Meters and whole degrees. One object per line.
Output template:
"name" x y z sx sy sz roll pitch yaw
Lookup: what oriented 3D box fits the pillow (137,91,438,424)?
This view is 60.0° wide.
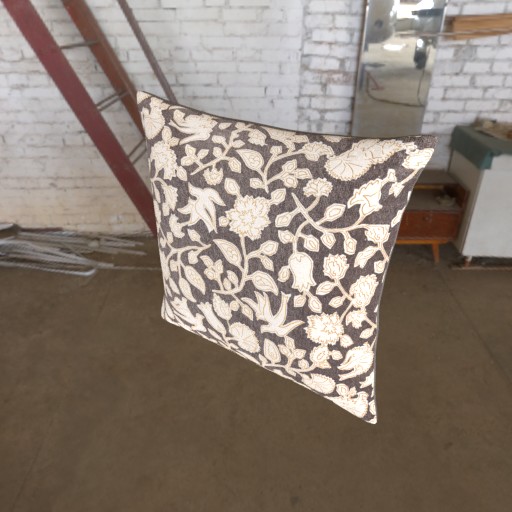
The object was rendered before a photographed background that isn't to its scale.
"pillow" 0.000 0.000 0.786 0.526 0.507 0.166 20 36 29
